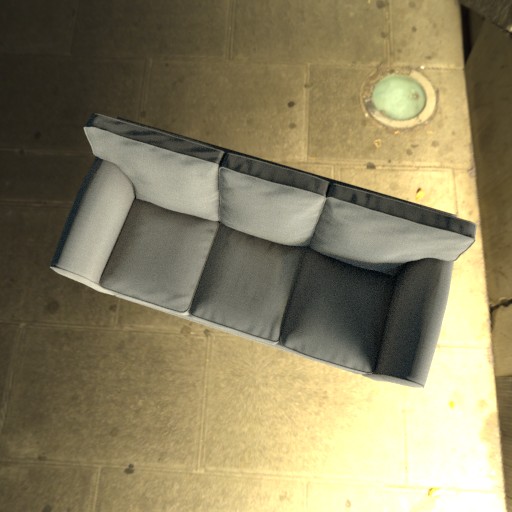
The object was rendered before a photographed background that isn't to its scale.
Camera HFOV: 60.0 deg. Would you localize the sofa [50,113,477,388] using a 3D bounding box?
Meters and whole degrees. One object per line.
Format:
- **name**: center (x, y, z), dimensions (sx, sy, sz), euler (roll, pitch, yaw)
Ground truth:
- **sofa**: center (0.000, 0.000, 2.549), dimensions (2.084, 0.961, 0.916), euler (17, 76, 4)
